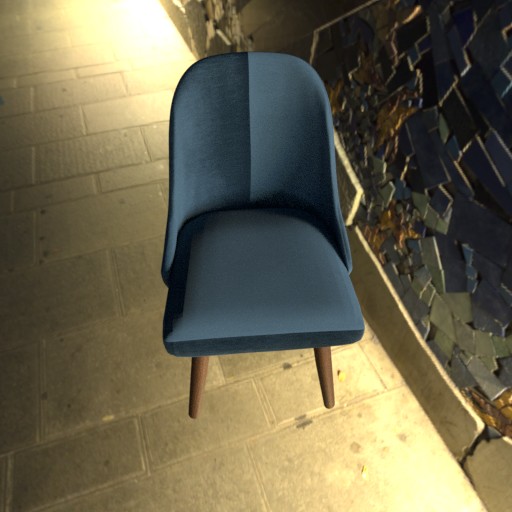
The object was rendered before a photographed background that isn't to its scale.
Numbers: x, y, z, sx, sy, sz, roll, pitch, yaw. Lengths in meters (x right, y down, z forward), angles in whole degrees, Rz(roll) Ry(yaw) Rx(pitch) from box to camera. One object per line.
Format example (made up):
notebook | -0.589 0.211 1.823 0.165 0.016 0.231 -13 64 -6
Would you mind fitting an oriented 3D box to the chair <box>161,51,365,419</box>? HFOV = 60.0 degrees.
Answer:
chair | 0.000 0.000 1.235 0.503 0.882 0.589 -3 47 -3
